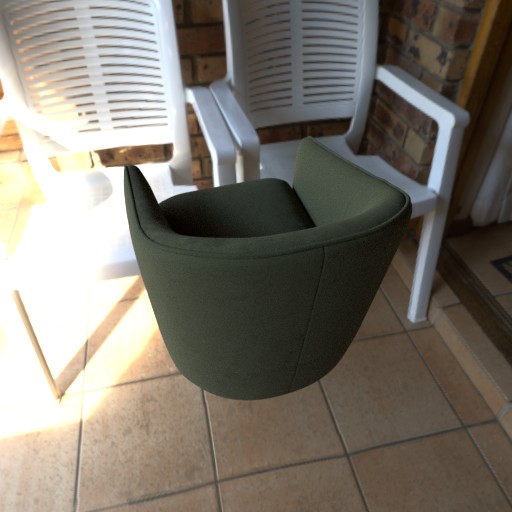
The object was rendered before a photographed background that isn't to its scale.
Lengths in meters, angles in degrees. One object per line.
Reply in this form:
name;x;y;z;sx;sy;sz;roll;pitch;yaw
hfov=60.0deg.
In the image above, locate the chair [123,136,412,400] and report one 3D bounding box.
chair;0.000;0.000;1.452;0.747;0.799;0.875;-13;43;-14
